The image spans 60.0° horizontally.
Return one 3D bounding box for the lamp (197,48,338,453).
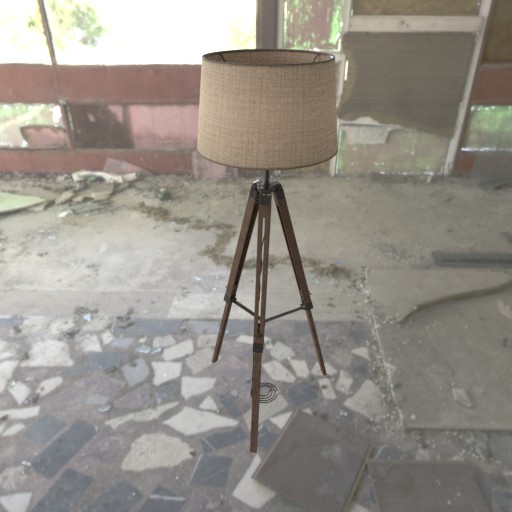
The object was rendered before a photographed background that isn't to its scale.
[{"bbox_3d":[0.000,0.000,1.815,0.587,1.510,0.604,21,37,32],"label":"lamp"}]
